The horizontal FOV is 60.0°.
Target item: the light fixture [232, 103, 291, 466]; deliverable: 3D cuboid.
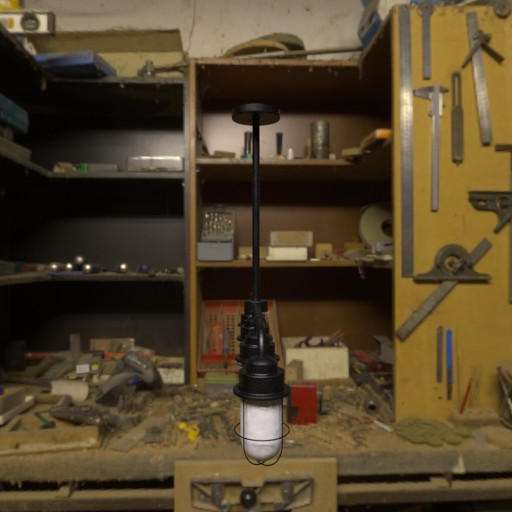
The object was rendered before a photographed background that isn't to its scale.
[{"bbox_3d":[0.000,0.000,1.210,0.131,0.785,0.852,0,1,-2],"label":"light fixture"}]
